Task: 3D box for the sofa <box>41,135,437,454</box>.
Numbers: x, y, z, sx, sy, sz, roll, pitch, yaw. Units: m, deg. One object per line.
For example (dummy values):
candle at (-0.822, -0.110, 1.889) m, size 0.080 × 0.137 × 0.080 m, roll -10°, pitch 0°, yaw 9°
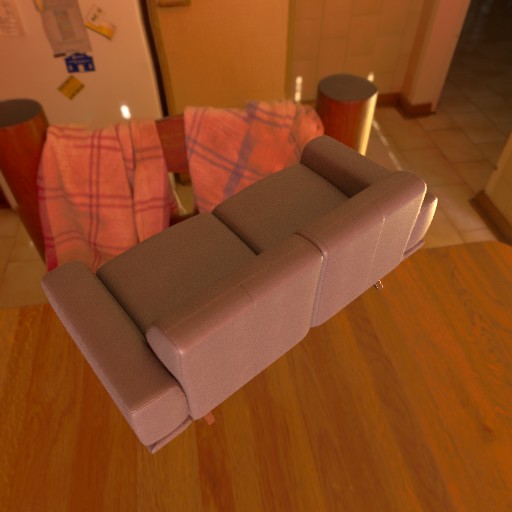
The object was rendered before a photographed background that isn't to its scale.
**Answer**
sofa at (0.000, 0.000, 2.325) m, size 1.901 × 0.772 × 0.900 m, roll -32°, pitch 54°, yaw -26°
